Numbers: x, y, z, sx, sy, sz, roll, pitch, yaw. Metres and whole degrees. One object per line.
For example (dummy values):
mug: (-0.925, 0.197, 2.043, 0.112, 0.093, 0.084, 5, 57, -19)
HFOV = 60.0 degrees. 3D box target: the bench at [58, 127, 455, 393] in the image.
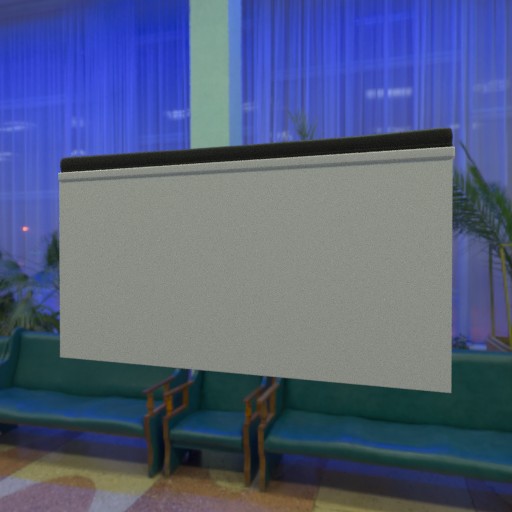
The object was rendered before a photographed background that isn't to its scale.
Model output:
bench: (0.000, 0.000, 1.145, 0.899, 0.500, 0.401, 0, 1, 18)
